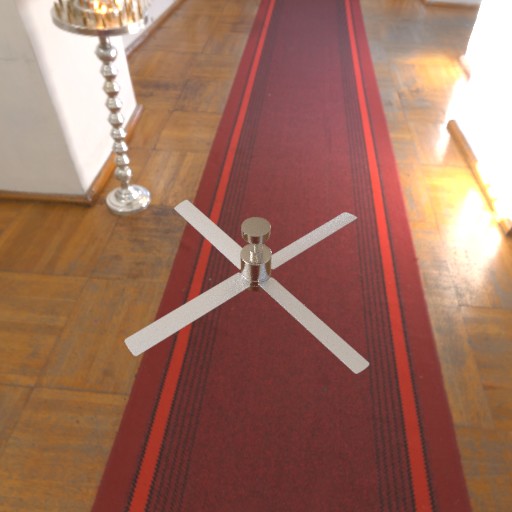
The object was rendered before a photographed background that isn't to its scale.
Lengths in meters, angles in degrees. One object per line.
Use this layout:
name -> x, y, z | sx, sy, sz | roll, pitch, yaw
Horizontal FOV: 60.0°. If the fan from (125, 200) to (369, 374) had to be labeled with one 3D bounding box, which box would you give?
fan -> 0.000, 0.000, 2.000 | 1.322, 0.355, 1.322 | -30, 53, -26
